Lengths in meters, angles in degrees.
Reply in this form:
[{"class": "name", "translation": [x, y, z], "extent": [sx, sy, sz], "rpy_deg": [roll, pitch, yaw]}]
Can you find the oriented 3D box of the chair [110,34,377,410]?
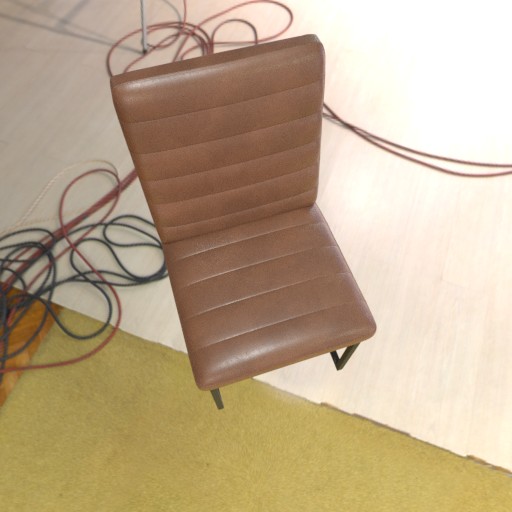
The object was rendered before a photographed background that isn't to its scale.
[{"class": "chair", "translation": [0.000, 0.000, 1.291], "extent": [0.520, 0.930, 0.634], "rpy_deg": [-16, 63, -8]}]
